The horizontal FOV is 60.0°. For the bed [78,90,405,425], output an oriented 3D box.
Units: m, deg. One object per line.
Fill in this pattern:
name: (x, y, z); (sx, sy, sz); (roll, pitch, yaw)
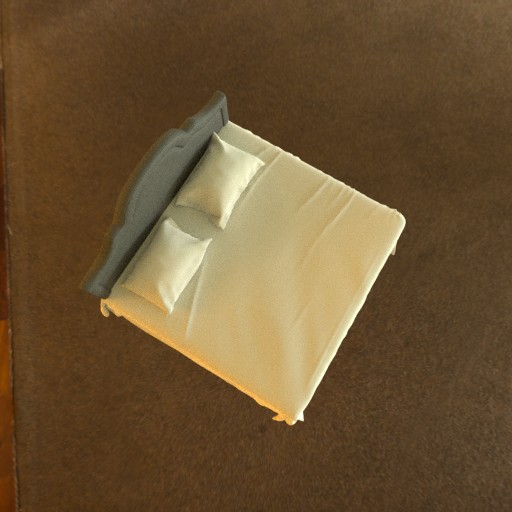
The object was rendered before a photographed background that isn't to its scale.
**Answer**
bed: (0.000, 0.000, 3.819); (2.222, 1.631, 2.303); (30, 79, 7)
